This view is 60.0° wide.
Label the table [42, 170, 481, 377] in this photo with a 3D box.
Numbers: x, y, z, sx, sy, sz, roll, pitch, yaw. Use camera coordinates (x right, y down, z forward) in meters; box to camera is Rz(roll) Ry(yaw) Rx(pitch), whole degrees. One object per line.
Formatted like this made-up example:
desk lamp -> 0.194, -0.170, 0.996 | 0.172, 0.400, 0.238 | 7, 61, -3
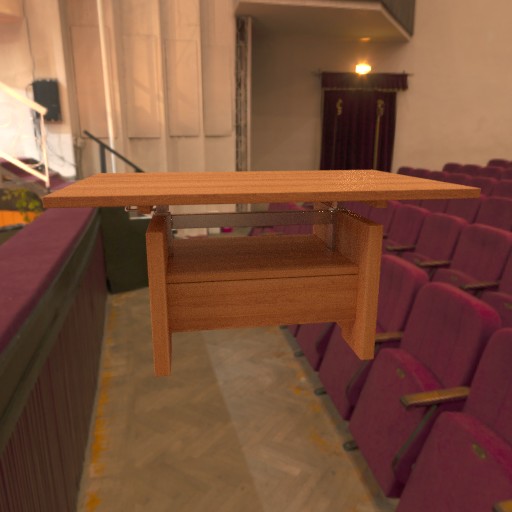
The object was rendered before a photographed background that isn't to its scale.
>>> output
table -> 0.000, 0.000, 1.493 | 1.100, 0.510, 0.700 | -2, 15, -9
